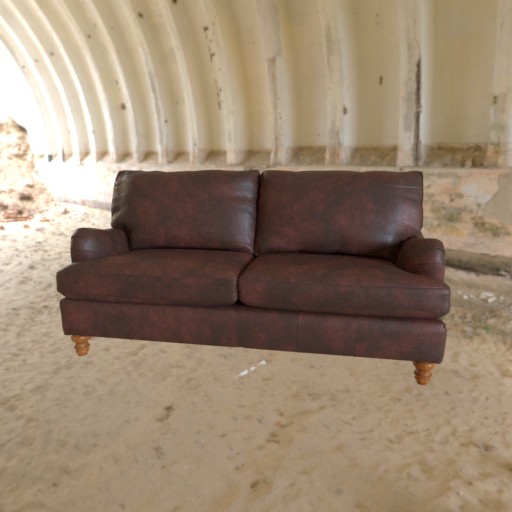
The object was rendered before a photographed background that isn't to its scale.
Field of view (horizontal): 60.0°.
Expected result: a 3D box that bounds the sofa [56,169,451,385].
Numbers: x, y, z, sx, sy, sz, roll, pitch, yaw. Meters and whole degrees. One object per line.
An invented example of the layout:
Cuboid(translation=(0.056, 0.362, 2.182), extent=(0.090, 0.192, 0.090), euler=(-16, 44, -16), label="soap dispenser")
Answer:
Cuboid(translation=(0.000, 0.000, 2.828), extent=(2.144, 1.071, 1.147), euler=(2, 13, 10), label="sofa")
